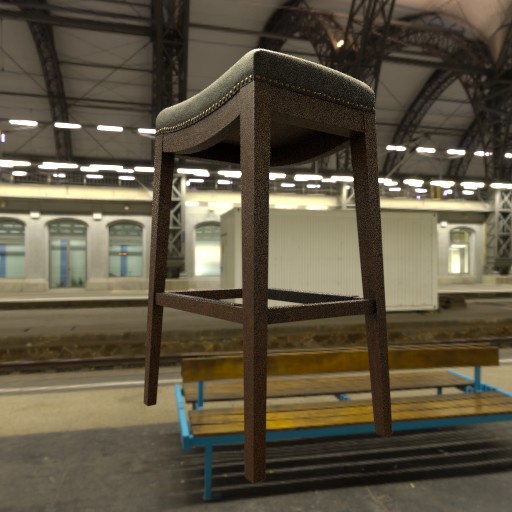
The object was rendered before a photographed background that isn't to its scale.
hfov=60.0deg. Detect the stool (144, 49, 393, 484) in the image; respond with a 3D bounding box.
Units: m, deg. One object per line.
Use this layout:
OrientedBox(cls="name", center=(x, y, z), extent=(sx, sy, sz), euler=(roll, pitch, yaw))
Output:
OrientedBox(cls="stool", center=(0.000, 0.000, 1.047), extent=(0.361, 0.765, 0.500), euler=(0, 0, -35))
